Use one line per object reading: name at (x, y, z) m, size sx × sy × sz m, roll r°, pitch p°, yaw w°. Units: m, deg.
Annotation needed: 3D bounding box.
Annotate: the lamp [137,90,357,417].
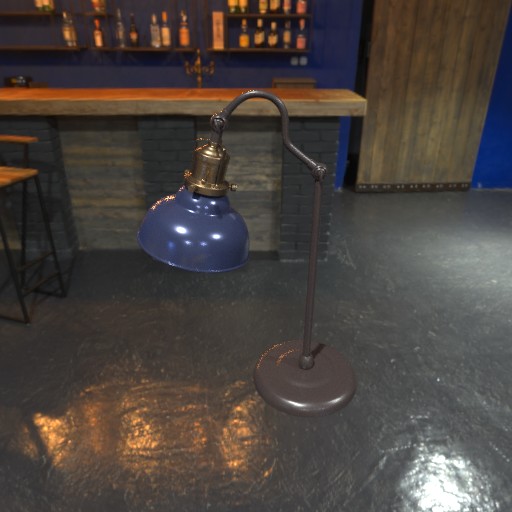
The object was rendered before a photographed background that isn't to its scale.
lamp at (0.000, 0.000, 0.720) m, size 0.374 × 0.508 × 0.192 m, roll 1°, pitch 27°, yaw 2°
